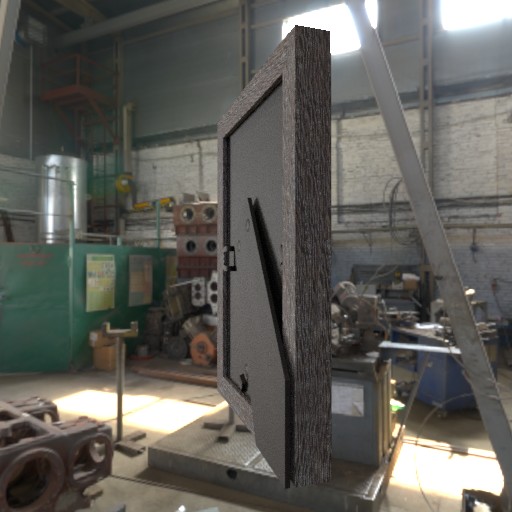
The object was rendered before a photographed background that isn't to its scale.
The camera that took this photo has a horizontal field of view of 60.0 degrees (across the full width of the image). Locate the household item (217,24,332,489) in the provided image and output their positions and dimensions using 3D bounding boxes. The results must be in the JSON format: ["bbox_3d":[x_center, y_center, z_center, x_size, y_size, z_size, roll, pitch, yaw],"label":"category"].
[{"bbox_3d":[0.000,0.000,0.237,0.020,0.180,0.133,0,0,-18],"label":"household item"}]
